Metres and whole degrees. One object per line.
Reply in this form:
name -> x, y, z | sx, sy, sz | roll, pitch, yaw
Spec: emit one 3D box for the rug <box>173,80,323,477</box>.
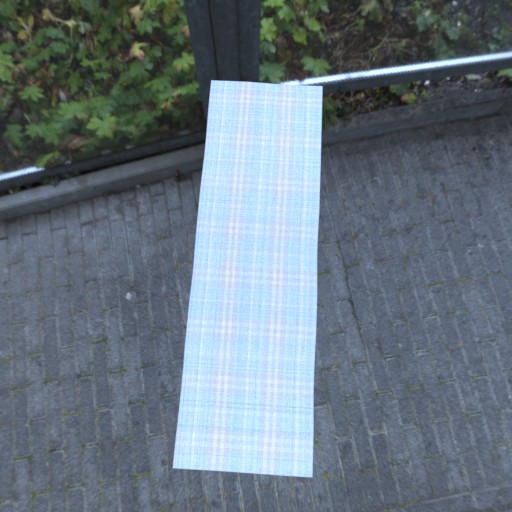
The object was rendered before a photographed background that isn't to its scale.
rug -> 0.000, 0.000, 2.713 | 0.762, 0.013, 2.439 | 3, 75, 1
